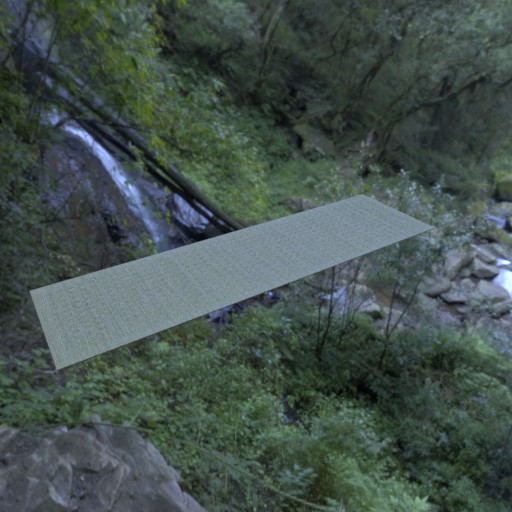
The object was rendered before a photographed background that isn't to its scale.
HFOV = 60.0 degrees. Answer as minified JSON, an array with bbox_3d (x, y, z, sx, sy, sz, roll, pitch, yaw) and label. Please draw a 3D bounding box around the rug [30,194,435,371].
[{"bbox_3d":[0.000,0.000,2.686,2.437,0.006,0.686,-18,35,-28],"label":"rug"}]
